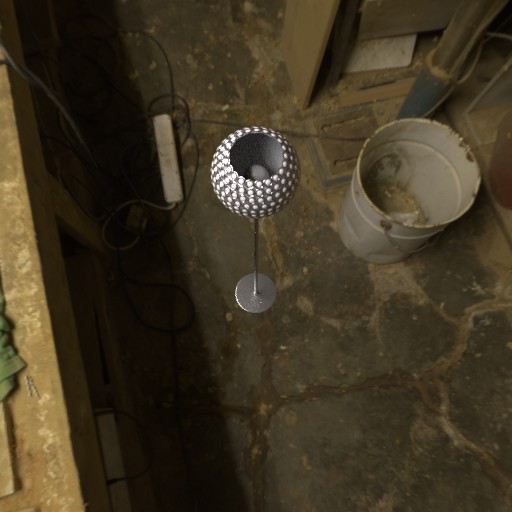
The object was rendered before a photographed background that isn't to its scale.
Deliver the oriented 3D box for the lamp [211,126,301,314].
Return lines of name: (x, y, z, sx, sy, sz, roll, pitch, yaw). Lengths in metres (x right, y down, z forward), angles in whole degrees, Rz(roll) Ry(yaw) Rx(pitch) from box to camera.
lamp: (0.000, 0.000, 1.910, 0.254, 1.805, 0.254, 0, 75, 0)
